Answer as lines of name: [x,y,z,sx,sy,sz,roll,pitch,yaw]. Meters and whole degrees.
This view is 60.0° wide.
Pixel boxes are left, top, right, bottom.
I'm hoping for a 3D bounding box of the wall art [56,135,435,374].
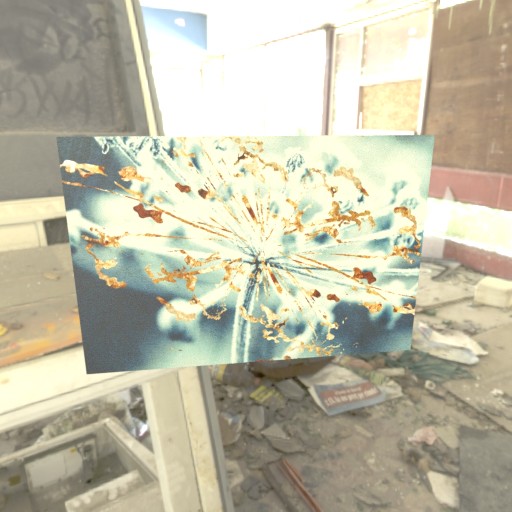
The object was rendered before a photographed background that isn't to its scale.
wall art: [0.000,0.000,1.451,1.138,0.759,0.035,-2,17,-8]
